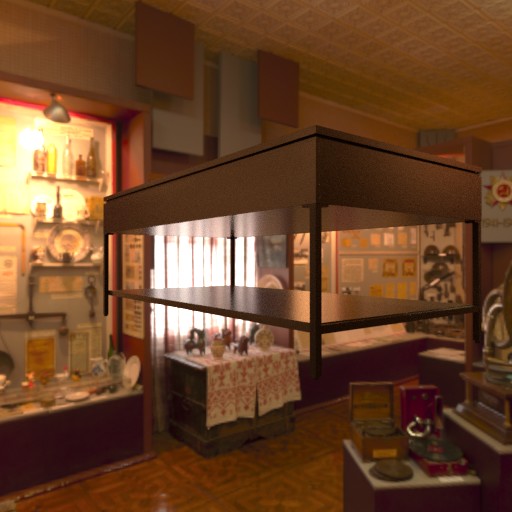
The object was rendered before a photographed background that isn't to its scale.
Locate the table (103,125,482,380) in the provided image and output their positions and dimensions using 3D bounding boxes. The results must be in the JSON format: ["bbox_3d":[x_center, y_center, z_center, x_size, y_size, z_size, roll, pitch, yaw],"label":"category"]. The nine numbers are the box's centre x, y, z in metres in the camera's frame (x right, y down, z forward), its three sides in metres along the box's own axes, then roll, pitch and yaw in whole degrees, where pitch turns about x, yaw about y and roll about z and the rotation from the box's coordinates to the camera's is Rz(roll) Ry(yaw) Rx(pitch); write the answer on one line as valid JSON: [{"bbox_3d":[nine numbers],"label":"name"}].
[{"bbox_3d":[0.000,0.000,1.359,0.574,0.435,1.095,0,-1,-37],"label":"table"}]
